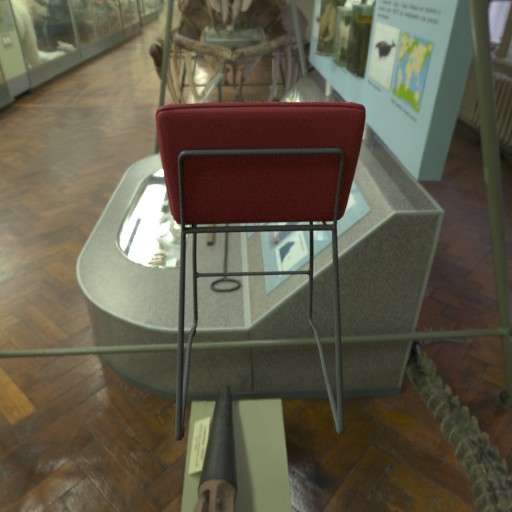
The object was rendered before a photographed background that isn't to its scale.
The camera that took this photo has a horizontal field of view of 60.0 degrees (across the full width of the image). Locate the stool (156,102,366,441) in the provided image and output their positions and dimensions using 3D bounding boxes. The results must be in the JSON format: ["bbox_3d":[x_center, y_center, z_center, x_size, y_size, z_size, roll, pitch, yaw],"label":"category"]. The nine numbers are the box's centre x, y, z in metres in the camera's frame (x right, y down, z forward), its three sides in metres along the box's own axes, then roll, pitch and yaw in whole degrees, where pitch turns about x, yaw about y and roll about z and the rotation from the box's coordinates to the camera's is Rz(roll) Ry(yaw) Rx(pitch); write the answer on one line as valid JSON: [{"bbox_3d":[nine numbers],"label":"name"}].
[{"bbox_3d":[0.000,0.000,1.242,0.489,0.937,0.524,-1,32,-2],"label":"stool"}]
